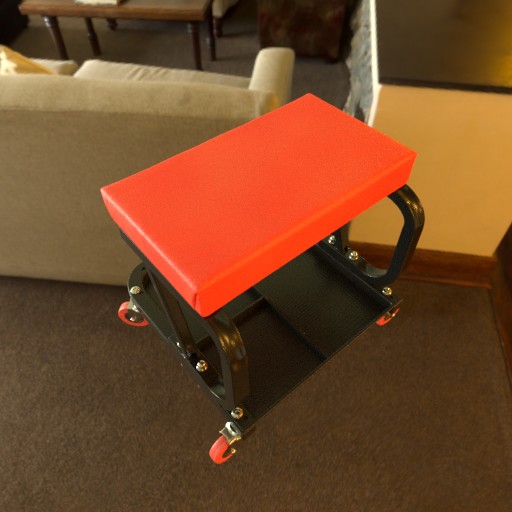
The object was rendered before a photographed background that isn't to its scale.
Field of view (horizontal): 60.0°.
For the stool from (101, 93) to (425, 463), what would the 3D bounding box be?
[{"bbox_3d":[0.000,0.000,0.727,0.446,0.380,0.371,-32,56,-25],"label":"stool"}]
